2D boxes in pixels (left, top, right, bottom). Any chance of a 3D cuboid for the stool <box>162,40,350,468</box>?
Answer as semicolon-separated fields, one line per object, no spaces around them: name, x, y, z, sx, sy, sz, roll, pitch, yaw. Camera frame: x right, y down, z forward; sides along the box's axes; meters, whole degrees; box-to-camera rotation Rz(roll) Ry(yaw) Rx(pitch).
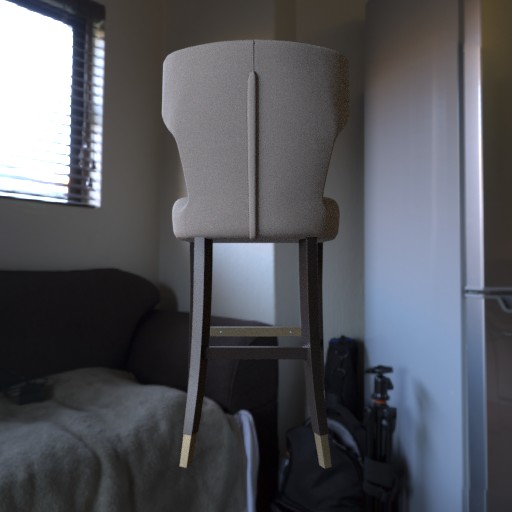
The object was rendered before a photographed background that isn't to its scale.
stool;0.000;0.000;1.368;0.526;1.092;0.563;0;-1;0
